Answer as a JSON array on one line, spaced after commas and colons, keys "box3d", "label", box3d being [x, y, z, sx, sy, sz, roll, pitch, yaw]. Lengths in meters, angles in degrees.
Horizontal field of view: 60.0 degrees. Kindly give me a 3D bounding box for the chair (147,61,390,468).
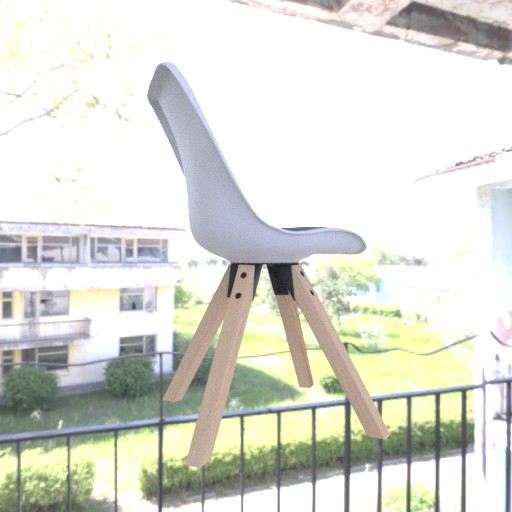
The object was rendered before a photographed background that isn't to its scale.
[{"box3d": [0.000, 0.000, 1.158, 0.550, 0.850, 0.485, 0, 0, -18], "label": "chair"}]
